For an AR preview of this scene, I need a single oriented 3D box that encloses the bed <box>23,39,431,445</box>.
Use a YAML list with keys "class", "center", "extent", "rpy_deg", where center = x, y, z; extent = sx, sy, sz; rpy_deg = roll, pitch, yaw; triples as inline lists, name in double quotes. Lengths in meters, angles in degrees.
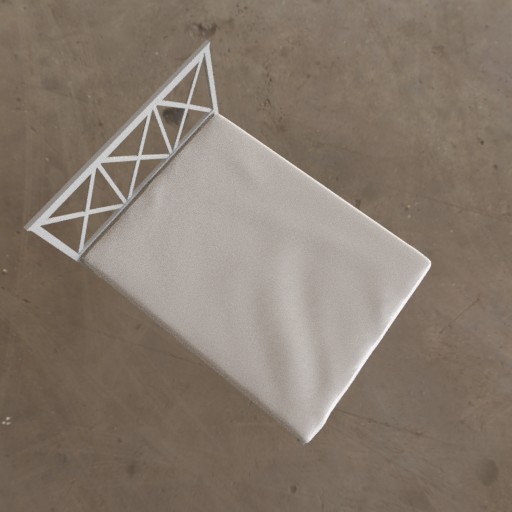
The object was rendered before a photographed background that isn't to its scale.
- class: "bed"
  center: [0.000, 0.000, 3.183]
  extent: [2.135, 1.253, 1.673]
  rpy_deg: [37, 77, 10]
